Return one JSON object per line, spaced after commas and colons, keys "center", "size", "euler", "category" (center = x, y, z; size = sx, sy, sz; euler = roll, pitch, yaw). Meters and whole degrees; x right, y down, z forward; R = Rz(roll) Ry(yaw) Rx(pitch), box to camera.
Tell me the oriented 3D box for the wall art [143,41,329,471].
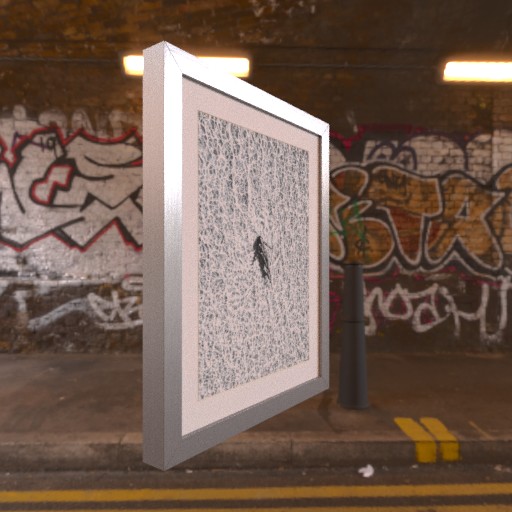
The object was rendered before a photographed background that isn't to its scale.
{"center": [0.000, 0.000, 0.522], "size": [0.030, 0.379, 0.308], "euler": [0, 0, 37], "category": "wall art"}
